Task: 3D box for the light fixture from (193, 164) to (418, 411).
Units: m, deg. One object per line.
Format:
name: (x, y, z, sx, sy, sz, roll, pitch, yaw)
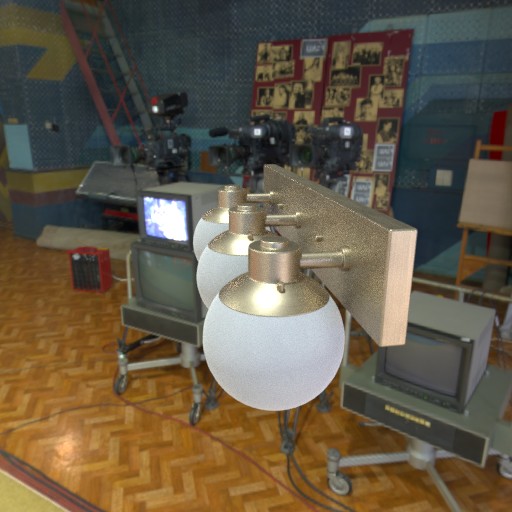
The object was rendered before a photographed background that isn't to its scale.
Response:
light fixture: (0.000, 0.000, 0.811, 0.218, 0.263, 0.721, -3, 17, -9)
